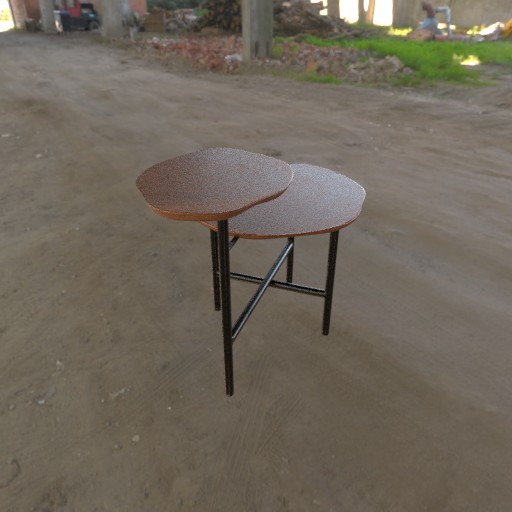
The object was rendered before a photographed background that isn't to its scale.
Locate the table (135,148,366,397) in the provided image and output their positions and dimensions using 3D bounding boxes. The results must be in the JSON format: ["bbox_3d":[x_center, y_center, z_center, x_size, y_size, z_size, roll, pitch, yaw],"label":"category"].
[{"bbox_3d":[0.000,0.000,1.061,0.442,0.538,0.759,10,31,18],"label":"table"}]
